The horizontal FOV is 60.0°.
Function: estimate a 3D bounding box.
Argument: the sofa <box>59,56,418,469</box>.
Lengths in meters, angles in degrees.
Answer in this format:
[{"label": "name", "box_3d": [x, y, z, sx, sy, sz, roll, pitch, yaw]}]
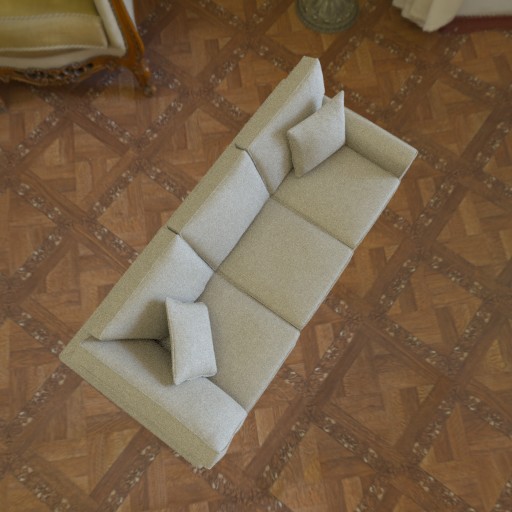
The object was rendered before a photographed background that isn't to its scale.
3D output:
[{"label": "sofa", "box_3d": [0.000, 0.000, 2.860, 1.053, 0.948, 2.323, 34, 77, 9]}]
